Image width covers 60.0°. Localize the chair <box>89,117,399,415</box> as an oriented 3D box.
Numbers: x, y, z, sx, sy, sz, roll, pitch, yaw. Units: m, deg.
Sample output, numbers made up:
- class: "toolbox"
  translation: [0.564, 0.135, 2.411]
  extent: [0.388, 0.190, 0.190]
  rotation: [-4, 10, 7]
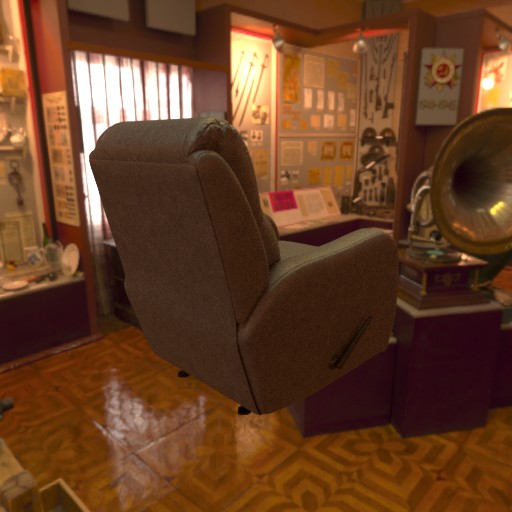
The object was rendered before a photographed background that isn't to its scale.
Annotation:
- class: "chair"
  translation: [0.000, 0.000, 1.846]
  extent: [1.067, 1.067, 0.865]
  rotation: [-14, 20, -43]
